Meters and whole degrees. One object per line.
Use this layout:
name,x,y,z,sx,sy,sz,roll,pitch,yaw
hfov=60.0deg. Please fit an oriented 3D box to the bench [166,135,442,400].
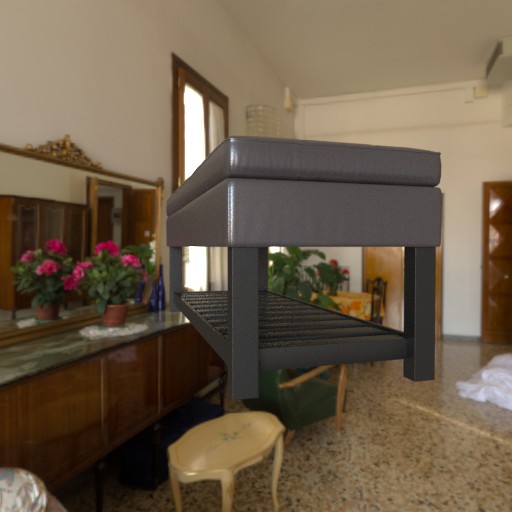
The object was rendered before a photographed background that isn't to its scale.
bench,0.000,0.000,1.312,0.432,0.460,1.105,0,1,-17
